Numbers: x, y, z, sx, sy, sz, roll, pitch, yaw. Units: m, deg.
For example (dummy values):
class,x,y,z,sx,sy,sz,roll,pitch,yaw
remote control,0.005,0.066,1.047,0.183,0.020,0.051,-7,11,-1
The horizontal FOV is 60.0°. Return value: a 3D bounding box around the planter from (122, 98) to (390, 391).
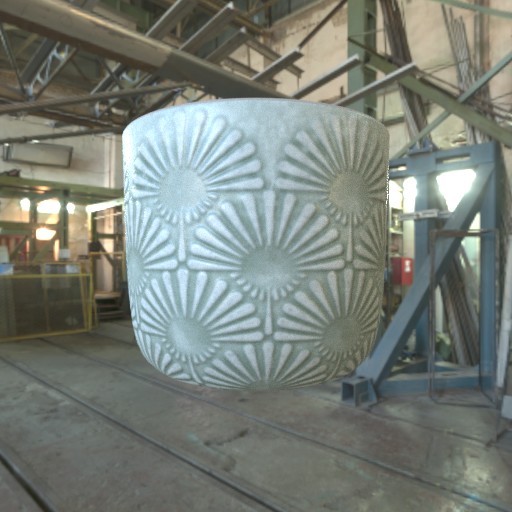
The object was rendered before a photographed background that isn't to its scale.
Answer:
class,x,y,z,sx,sy,sz,roll,pitch,yaw
planter,0.000,0.000,0.214,0.124,0.109,0.124,0,0,0
